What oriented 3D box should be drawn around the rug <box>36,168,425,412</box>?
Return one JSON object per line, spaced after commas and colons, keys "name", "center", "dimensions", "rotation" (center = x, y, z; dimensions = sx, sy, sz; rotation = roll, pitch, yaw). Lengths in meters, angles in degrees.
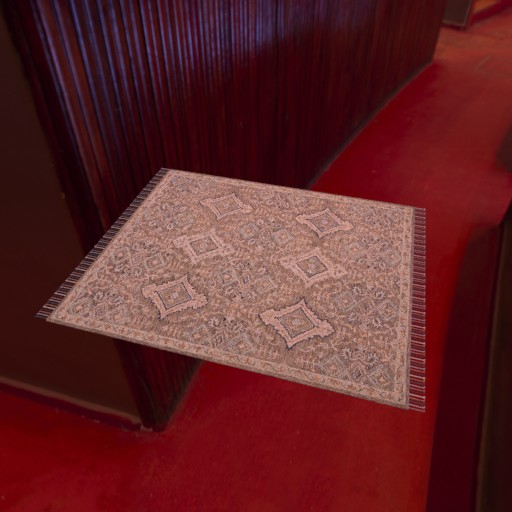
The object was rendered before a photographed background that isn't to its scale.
{"name": "rug", "center": [0.000, 0.000, 4.161], "dimensions": [3.056, 0.010, 2.437], "rotation": [11, 43, 12]}
